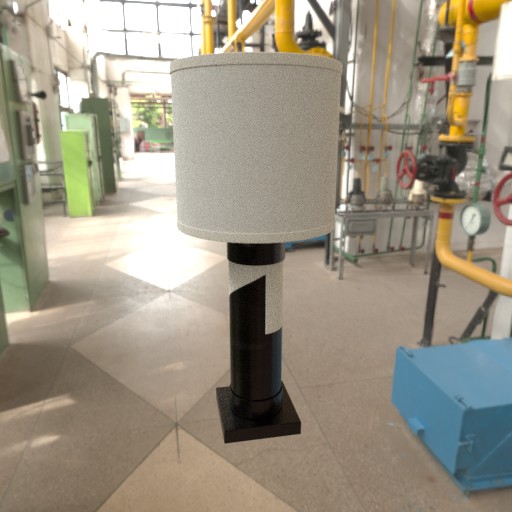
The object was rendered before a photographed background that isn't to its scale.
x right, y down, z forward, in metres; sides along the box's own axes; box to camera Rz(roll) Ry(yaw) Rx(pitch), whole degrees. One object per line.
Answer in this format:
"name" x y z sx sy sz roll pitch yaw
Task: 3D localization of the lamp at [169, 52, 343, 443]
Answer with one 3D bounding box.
"lamp" 0.000 0.000 0.612 0.211 0.509 0.211 -3 16 -10
